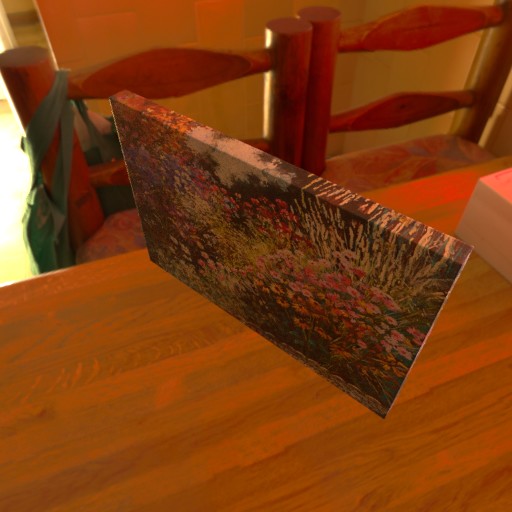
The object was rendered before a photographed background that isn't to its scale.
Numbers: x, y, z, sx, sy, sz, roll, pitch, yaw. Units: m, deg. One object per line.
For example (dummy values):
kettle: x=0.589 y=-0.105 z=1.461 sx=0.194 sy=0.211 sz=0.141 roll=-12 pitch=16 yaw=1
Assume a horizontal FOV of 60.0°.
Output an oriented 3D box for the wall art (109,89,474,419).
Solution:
wall art: x=0.000 y=0.000 z=0.775 sx=0.610 sy=0.406 sz=0.037 roll=30 pitch=54 yaw=25
